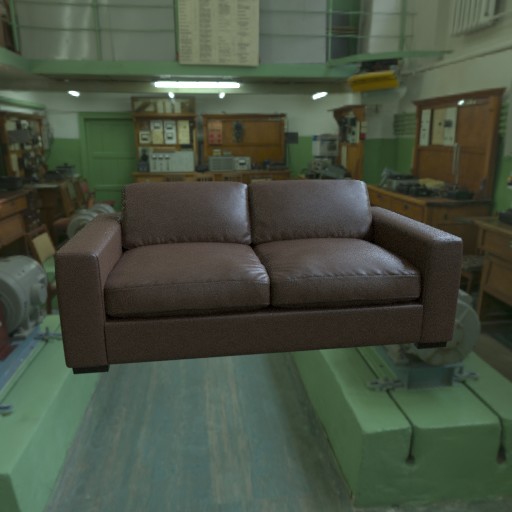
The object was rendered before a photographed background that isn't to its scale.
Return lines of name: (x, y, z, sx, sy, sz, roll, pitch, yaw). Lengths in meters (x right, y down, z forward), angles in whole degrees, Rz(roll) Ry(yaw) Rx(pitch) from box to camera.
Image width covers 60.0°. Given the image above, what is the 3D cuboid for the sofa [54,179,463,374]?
sofa: (0.000, 0.000, 2.547, 1.920, 0.800, 1.070, -2, 15, -8)
